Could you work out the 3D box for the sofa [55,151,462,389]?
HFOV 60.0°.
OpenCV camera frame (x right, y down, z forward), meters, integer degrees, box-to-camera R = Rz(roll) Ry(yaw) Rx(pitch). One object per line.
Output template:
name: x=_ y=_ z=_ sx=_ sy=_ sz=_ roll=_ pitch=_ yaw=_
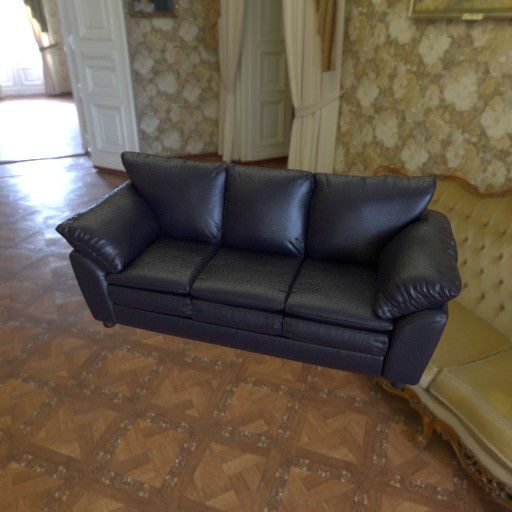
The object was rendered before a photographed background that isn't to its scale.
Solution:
sofa: x=0.000 y=0.000 z=2.858 sx=2.336 sy=1.073 sz=0.880 roll=8 pitch=28 yaw=16
